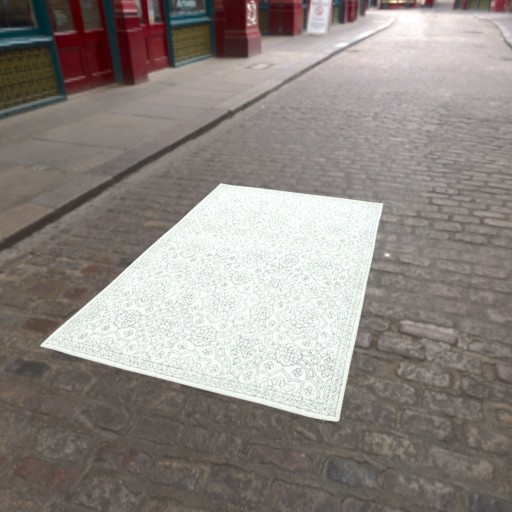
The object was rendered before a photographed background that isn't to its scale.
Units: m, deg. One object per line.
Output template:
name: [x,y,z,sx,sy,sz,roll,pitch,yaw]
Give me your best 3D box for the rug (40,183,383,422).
rug: [0.000,0.000,3.035,1.518,0.023,2.434,9,31,16]
